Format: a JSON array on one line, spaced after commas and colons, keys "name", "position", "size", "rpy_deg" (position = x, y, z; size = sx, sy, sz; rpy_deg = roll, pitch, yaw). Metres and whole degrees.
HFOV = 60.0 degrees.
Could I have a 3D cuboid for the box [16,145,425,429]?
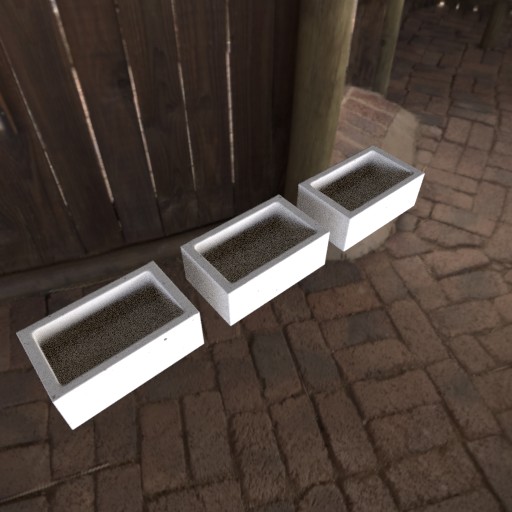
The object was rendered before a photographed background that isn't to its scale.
[{"name": "box", "position": [0.000, 0.000, 0.474], "size": [0.461, 0.051, 0.082], "rpy_deg": [-31, 53, -26]}]
